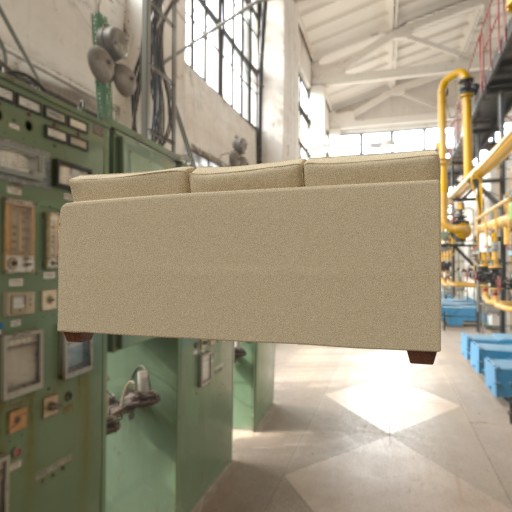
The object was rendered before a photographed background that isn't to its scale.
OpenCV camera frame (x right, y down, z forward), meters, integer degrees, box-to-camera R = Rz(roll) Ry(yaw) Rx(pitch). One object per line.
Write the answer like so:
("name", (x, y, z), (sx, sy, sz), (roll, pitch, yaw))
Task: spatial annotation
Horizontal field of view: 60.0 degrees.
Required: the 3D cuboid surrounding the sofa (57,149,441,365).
("sofa", (0.000, 0.000, 2.596), (1.963, 0.946, 1.034), (0, -1, 18))
